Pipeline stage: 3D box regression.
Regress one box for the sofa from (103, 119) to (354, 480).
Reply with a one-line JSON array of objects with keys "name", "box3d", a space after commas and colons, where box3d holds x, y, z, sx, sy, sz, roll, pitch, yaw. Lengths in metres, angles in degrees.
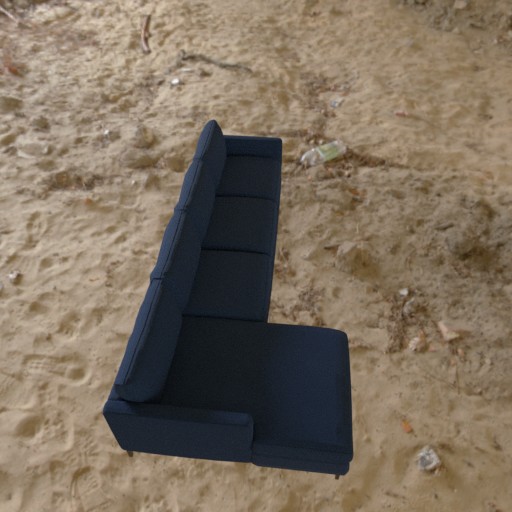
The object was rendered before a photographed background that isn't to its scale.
[{"name": "sofa", "box3d": [0.000, 0.000, 2.849, 1.128, 0.679, 2.450, 4, 45, 4]}]
